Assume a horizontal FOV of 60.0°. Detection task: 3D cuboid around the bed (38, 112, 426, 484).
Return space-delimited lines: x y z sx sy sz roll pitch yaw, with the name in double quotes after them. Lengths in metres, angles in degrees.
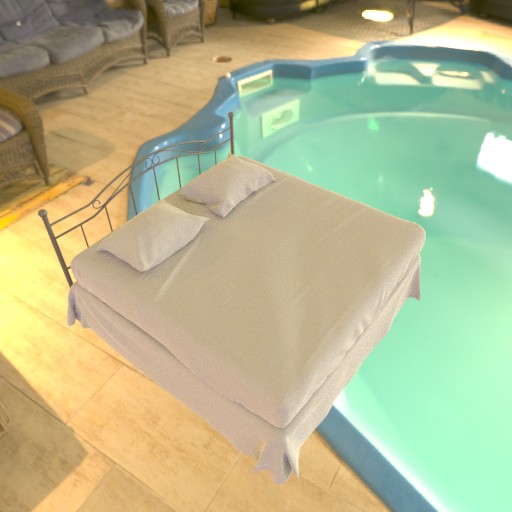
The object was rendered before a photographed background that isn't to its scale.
0.000 0.000 3.460 2.220 1.080 2.309 28 49 27 "bed"
